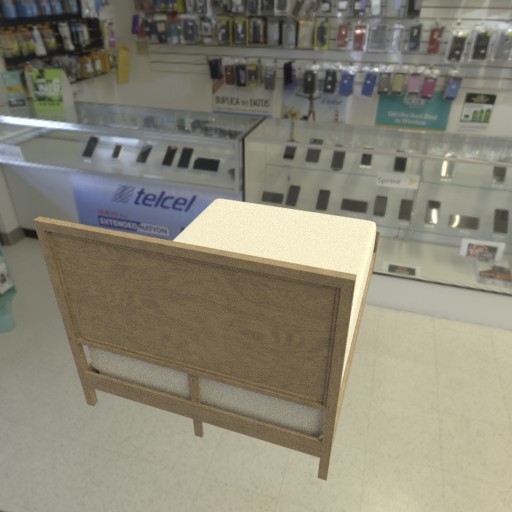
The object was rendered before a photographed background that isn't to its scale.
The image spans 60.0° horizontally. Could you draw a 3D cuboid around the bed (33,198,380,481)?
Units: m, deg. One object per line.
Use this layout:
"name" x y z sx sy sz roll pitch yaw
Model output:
"bed" 0.000 0.000 3.238 1.606 1.369 2.189 10 33 16
